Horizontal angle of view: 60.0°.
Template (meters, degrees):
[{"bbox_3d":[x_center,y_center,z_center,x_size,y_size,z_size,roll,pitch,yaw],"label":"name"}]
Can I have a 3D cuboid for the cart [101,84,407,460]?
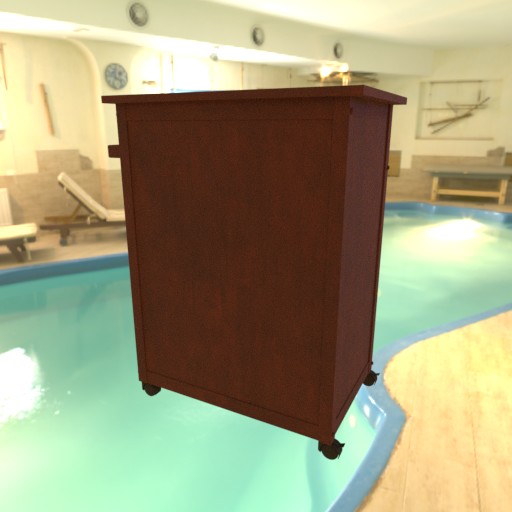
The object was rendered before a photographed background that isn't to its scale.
[{"bbox_3d":[0.000,0.000,1.276,0.683,0.864,0.442,9,18,27],"label":"cart"}]
